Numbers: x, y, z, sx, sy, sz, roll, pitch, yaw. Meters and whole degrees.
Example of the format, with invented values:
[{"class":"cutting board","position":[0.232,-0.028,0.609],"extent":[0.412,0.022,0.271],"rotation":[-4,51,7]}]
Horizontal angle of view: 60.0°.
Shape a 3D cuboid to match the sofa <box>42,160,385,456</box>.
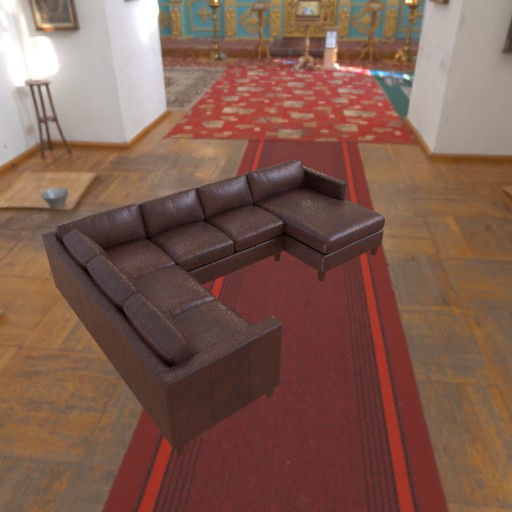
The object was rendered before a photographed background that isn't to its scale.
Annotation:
[{"class":"sofa","position":[0.000,0.000,4.461],"extent":[3.324,0.891,2.452],"rotation":[-22,37,-32]}]
